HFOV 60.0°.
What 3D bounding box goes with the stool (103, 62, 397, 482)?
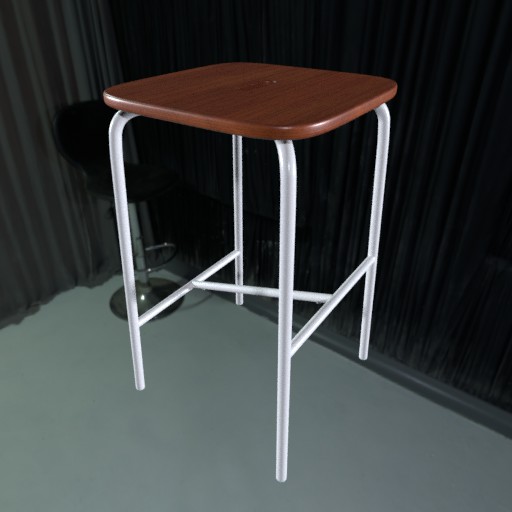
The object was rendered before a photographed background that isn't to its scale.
[{"bbox_3d":[0.000,0.000,0.832,0.376,0.610,0.376,20,37,29],"label":"stool"}]
